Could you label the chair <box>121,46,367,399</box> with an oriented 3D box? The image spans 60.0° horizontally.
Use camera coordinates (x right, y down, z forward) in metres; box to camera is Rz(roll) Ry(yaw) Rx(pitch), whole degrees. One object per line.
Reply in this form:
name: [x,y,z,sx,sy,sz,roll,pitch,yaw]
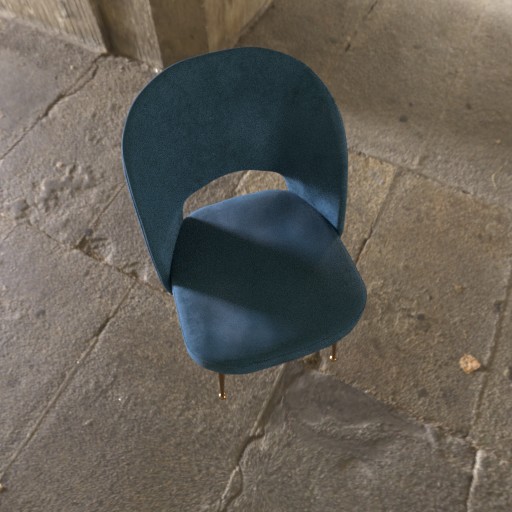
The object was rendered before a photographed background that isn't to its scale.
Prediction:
chair: [0.000,0.000,1.205,0.527,0.860,0.577,-17,64,-8]
